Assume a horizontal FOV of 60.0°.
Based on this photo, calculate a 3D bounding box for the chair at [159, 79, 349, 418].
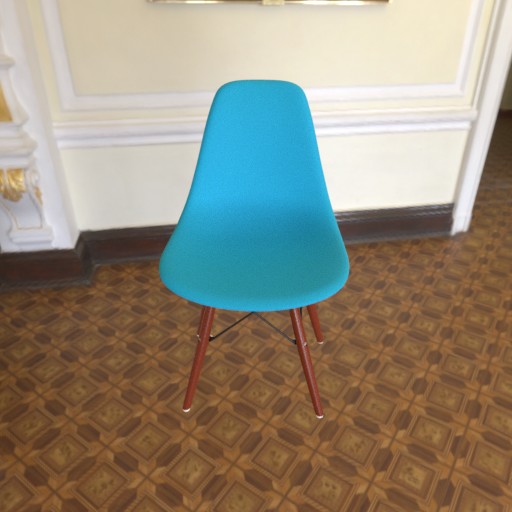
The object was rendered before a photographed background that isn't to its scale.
[{"bbox_3d":[0.000,0.000,1.207,0.470,0.826,0.533,1,30,3],"label":"chair"}]
